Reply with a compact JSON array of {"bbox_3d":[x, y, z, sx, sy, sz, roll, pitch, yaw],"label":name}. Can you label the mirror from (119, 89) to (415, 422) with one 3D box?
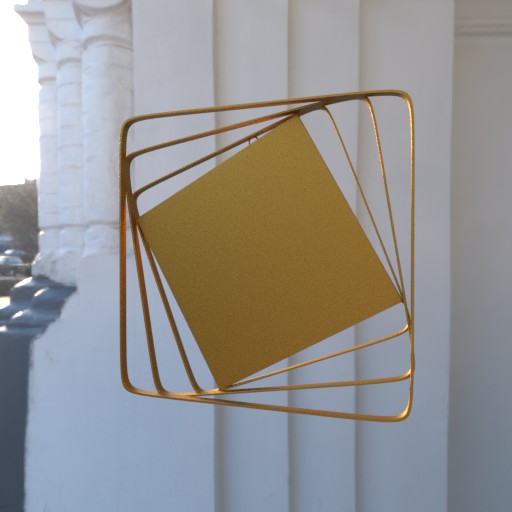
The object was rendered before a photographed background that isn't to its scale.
[{"bbox_3d":[0.000,0.000,0.694,0.470,0.468,0.045,0,1,17],"label":"mirror"}]
